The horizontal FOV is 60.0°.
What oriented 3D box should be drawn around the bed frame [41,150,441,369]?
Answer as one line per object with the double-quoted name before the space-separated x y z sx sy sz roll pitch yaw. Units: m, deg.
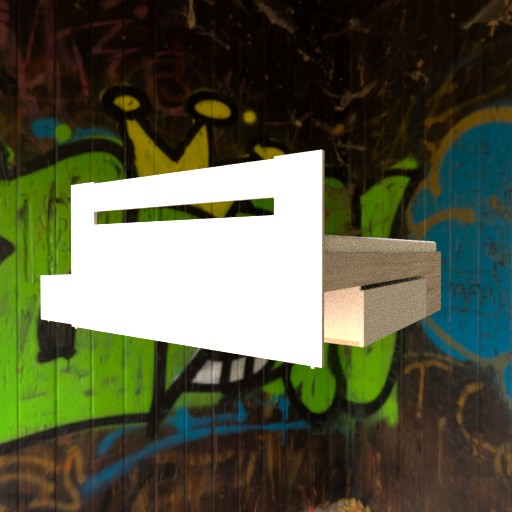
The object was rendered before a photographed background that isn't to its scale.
"bed frame" 0.000 0.000 3.146 2.040 0.860 2.050 1 1 35
